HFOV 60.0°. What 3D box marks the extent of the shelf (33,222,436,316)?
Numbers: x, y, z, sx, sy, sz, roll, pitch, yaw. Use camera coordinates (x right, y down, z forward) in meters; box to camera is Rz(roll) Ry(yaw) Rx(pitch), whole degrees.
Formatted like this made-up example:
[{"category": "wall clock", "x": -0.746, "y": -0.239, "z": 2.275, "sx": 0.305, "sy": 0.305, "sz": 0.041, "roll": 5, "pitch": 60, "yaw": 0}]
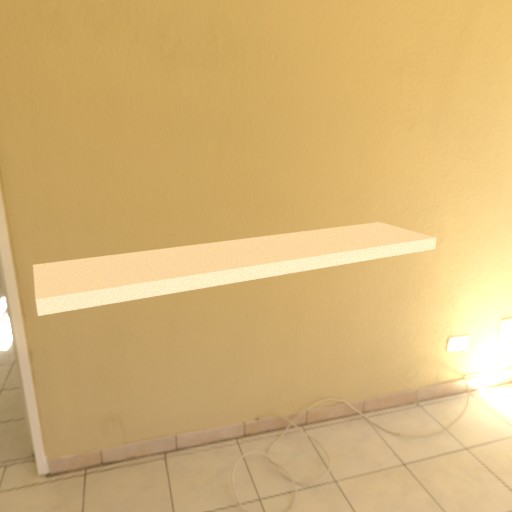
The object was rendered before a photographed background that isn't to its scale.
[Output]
[{"category": "shelf", "x": 0.000, "y": 0.000, "z": 0.677, "sx": 0.610, "sy": 0.020, "sz": 0.140, "roll": -8, "pitch": 18, "yaw": -26}]
